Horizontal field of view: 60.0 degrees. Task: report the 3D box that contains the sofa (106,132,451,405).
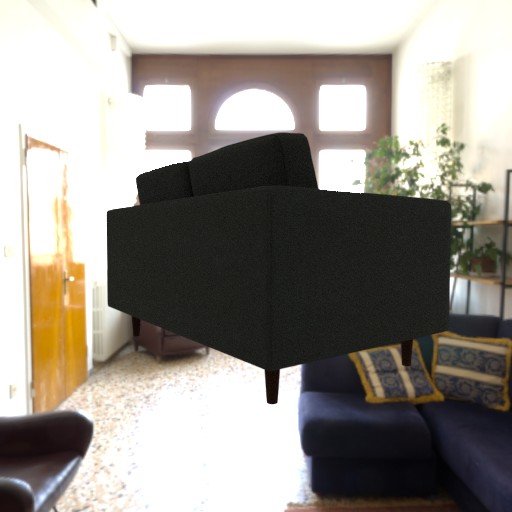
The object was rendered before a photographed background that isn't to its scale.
[{"bbox_3d":[0.000,0.000,2.192,0.999,0.930,1.518,-2,3,-36],"label":"sofa"}]
